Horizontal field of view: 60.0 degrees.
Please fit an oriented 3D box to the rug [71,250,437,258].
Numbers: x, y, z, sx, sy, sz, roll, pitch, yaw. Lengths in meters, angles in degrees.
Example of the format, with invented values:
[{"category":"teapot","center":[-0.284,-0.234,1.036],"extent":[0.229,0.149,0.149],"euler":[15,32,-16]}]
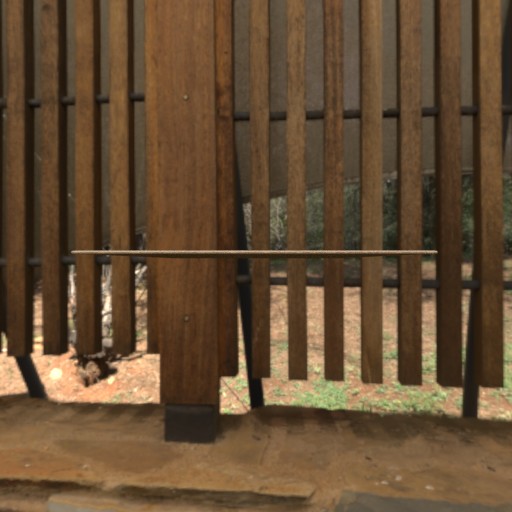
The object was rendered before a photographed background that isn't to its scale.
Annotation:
[{"category":"rug","center":[0.000,0.000,2.380],"extent":[1.219,0.010,1.829],"euler":[0,-1,0]}]
